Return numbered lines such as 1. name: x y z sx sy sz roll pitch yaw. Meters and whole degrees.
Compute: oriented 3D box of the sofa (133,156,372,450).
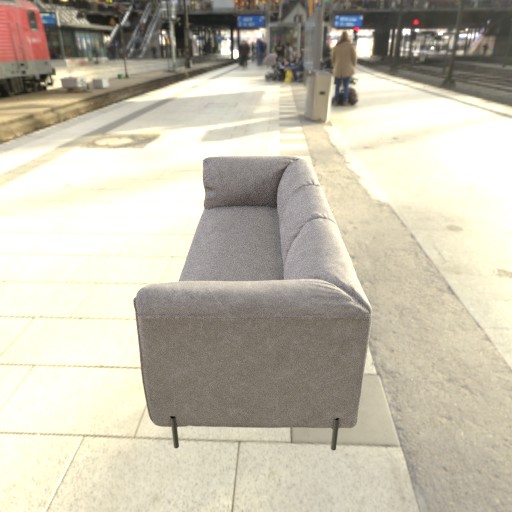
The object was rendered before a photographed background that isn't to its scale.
1. sofa: 0.000 0.000 2.709 0.899 0.758 2.238 0 25 0
